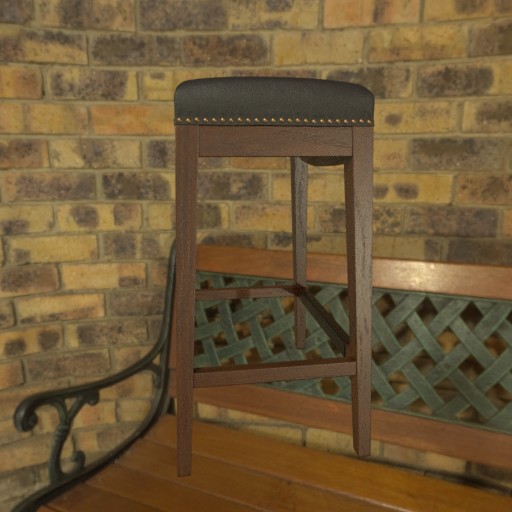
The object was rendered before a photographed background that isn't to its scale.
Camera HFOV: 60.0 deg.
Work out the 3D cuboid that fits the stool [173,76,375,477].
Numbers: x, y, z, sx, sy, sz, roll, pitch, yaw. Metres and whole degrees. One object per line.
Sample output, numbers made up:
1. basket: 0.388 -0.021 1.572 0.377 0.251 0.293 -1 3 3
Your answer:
1. stool: 0.000 0.000 0.953 0.353 0.664 0.490 -2 13 -9
